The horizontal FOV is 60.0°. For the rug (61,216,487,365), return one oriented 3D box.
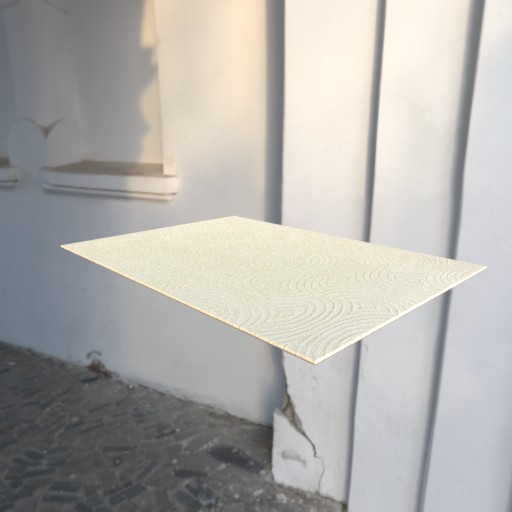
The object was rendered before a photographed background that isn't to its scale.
[{"bbox_3d":[0.000,0.000,2.697,1.526,0.015,2.132,-15,22,-42],"label":"rug"}]
